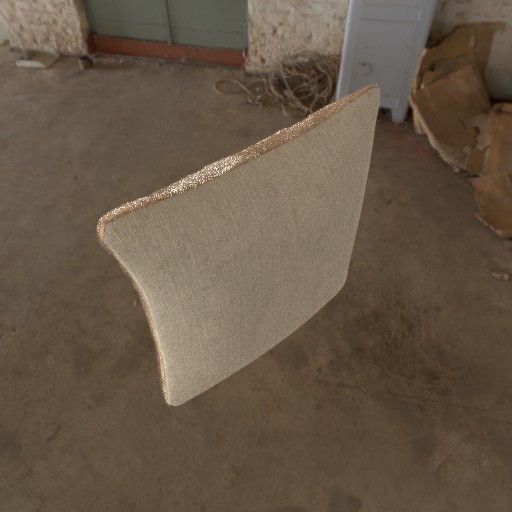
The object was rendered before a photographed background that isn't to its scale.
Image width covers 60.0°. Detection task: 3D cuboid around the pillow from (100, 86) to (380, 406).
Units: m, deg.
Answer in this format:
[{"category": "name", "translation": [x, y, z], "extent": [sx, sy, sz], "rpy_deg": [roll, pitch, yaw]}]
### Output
[{"category": "pillow", "translation": [0.000, 0.000, 0.829], "extent": [0.538, 0.525, 0.216], "rpy_deg": [-32, 55, -27]}]
